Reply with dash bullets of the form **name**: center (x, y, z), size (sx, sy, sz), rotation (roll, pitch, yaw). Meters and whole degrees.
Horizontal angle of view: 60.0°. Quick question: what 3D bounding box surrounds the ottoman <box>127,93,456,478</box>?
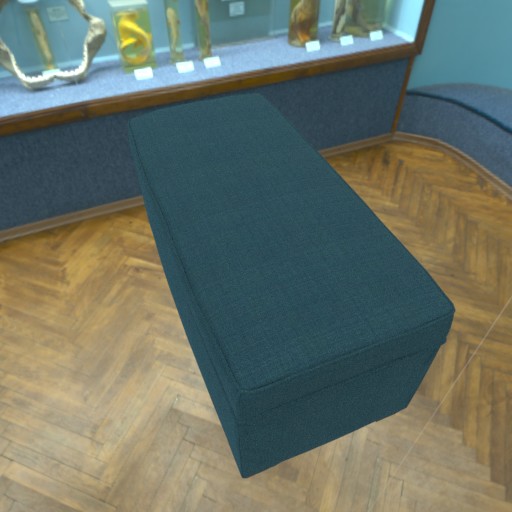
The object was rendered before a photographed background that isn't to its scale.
- **ottoman**: center (0.000, 0.000, 1.195), size (0.474, 0.474, 0.943), rotation (-16, 48, -15)
